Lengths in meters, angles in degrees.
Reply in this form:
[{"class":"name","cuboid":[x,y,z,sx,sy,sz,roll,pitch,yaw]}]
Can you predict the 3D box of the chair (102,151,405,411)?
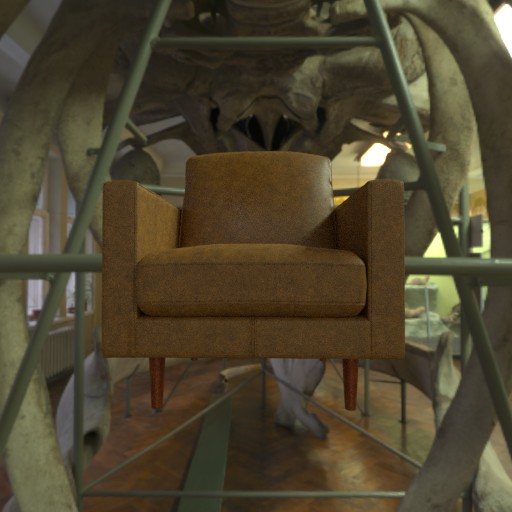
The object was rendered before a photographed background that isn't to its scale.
[{"class":"chair","cuboid":[0.000,0.000,1.704,0.890,0.956,0.909,0,-1,2]}]
